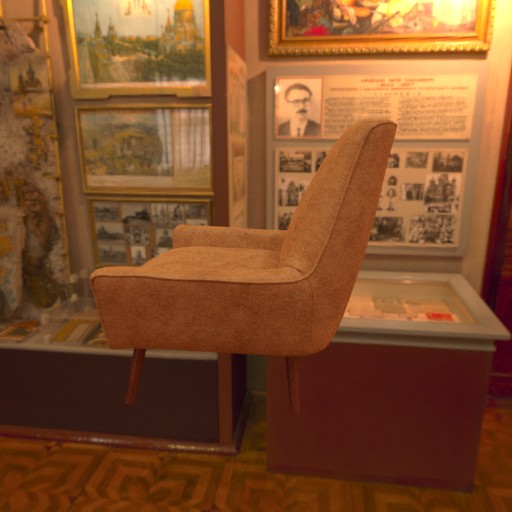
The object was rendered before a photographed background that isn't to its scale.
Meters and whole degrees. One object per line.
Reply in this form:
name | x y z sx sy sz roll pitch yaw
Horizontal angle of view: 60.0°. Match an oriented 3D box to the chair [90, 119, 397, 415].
chair | 0.000 0.000 1.517 0.851 0.883 0.753 2 15 9
